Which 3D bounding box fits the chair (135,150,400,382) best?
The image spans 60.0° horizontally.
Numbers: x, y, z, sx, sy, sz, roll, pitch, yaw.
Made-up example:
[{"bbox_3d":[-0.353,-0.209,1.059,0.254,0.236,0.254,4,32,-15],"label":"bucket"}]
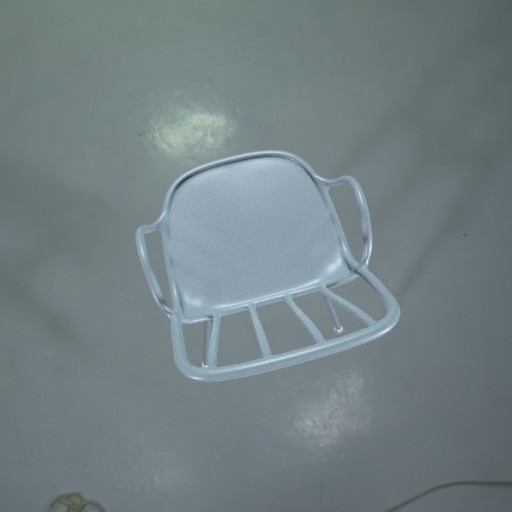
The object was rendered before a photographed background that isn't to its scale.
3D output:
[{"bbox_3d":[0.000,0.000,1.222,0.549,0.816,0.597,-14,77,-3],"label":"chair"}]
